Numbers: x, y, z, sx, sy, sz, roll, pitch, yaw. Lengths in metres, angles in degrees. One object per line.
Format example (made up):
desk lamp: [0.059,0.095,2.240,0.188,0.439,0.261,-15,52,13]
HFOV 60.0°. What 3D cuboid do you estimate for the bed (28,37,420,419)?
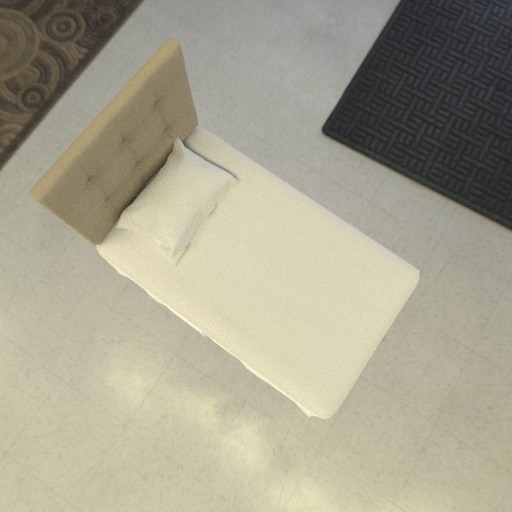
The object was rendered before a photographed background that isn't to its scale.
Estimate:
bed: [0.000,0.000,2.898,1.997,1.571,1.261,35,78,8]
